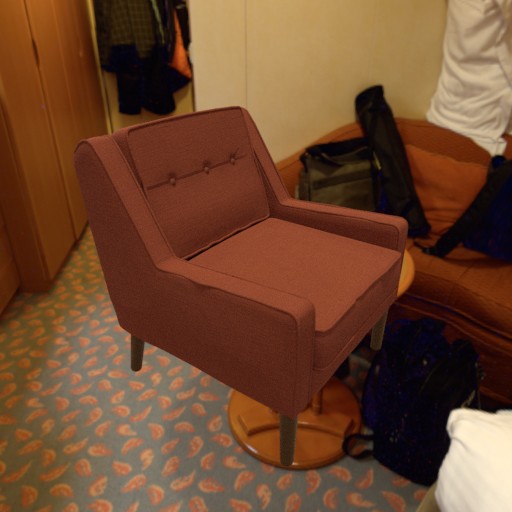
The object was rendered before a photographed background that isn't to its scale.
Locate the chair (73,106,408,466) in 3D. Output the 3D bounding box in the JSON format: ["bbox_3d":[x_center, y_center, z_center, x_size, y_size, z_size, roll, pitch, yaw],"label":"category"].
[{"bbox_3d":[0.000,0.000,1.387,0.770,0.812,0.680,19,33,32],"label":"chair"}]
